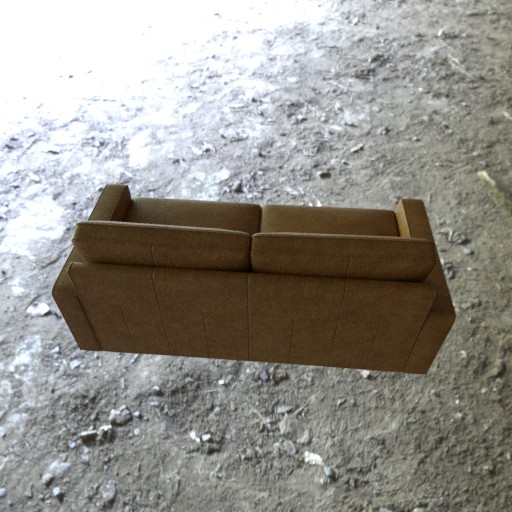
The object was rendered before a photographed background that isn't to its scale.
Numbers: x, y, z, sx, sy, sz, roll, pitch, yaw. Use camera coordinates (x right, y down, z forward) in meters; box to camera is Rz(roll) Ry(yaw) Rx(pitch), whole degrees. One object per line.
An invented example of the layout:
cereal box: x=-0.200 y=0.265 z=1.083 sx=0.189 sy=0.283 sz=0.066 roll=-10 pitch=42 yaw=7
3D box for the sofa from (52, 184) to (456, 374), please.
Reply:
sofa: x=0.000 y=0.000 z=2.712 sx=2.156 sy=0.928 sz=0.991 roll=3 pitch=46 yaw=3
